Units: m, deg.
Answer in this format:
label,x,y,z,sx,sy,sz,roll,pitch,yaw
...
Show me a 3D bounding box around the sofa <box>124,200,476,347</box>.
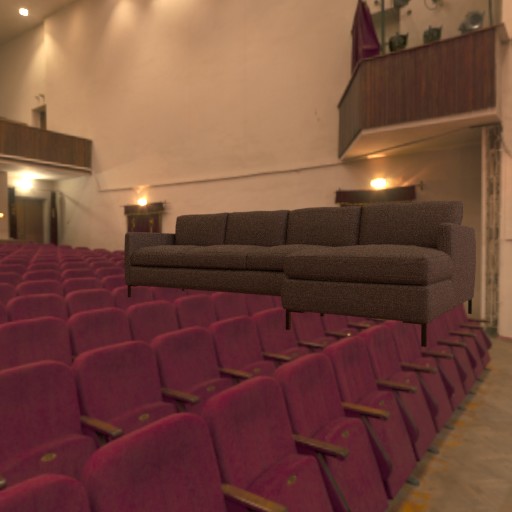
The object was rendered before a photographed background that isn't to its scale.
label,x,y,z,sx,sy,sz,roll,pitch,yaw
sofa,0.000,0.000,3.769,3.221,0.892,1.483,1,1,35
